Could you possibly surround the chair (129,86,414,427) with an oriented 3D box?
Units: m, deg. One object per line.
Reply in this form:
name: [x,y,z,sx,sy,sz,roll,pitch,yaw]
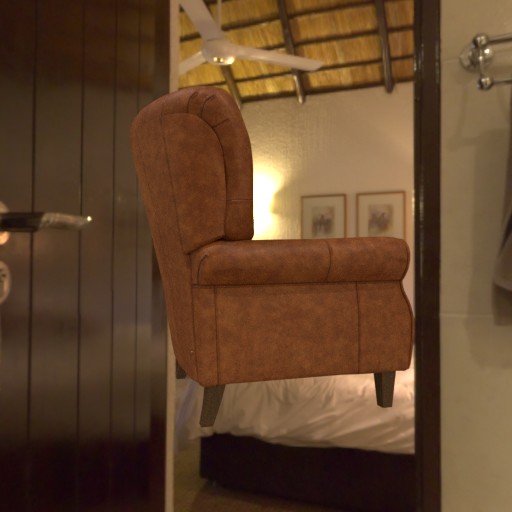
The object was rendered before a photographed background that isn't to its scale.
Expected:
chair: [0.000,0.000,1.916,1.059,1.164,0.951,0,-1,-17]
